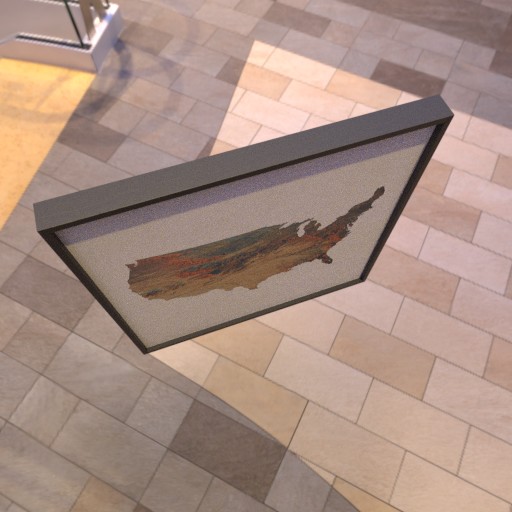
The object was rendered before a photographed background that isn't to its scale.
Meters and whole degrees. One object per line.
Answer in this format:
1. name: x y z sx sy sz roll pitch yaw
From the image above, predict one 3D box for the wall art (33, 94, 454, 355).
1. wall art: 0.000 0.000 0.743 0.507 0.507 0.038 -17 64 -9
